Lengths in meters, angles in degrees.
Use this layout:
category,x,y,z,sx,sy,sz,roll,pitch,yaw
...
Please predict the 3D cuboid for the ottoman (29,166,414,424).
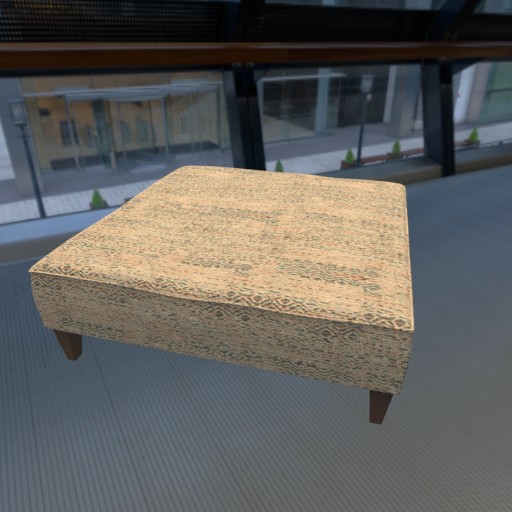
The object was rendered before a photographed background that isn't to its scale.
category,x,y,z,sx,sy,sz,roll,pitch,yaw
ottoman,0.000,0.000,1.525,0.968,0.356,1.004,7,29,14
